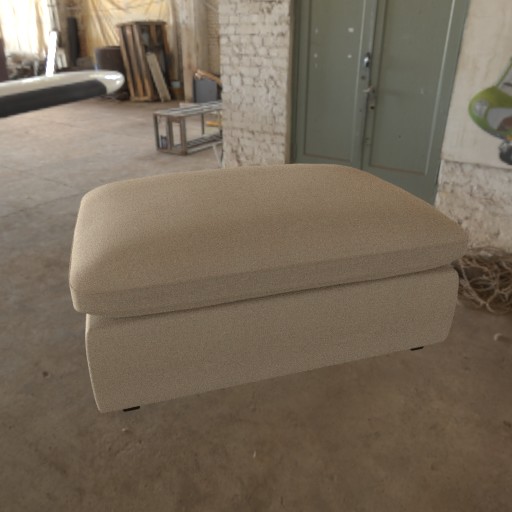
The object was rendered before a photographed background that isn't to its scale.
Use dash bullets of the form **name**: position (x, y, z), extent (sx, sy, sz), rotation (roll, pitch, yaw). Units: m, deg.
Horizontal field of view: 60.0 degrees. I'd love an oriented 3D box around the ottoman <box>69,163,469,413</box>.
- **ottoman**: position (0.000, 0.000, 1.338), extent (0.984, 0.453, 0.686), rotation (-8, 27, -15)
